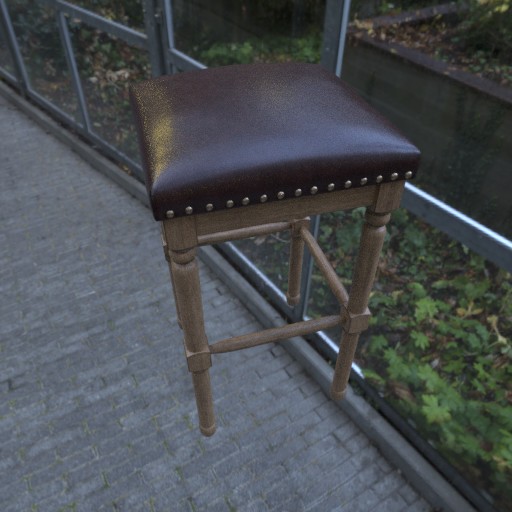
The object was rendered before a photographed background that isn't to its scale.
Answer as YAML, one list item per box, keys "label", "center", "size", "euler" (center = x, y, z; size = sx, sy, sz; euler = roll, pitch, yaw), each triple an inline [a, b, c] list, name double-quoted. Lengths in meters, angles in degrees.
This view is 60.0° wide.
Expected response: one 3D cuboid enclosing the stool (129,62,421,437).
- label: "stool"
  center: [0.000, 0.000, 0.913]
  size: [0.383, 0.702, 0.382]
  euler: [-11, 43, -12]
